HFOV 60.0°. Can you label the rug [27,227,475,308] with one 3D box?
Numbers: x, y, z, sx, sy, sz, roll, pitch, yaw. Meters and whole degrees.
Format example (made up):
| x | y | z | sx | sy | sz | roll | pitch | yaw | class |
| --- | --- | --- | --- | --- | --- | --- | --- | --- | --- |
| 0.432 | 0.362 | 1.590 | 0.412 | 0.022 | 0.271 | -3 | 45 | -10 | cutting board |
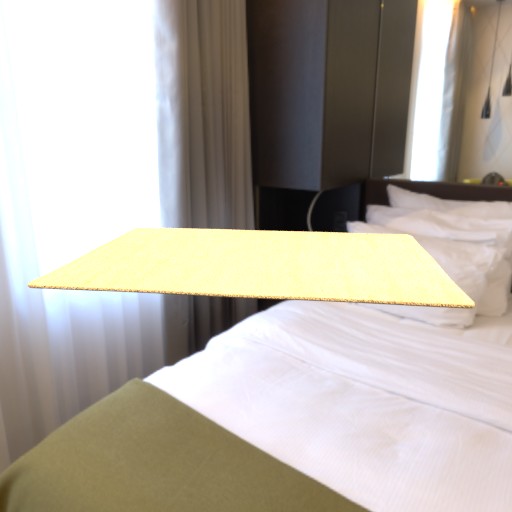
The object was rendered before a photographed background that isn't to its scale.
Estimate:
| x | y | z | sx | sy | sz | roll | pitch | yaw | class |
| --- | --- | --- | --- | --- | --- | --- | --- | --- | --- |
| 0.000 | 0.000 | 3.478 | 2.698 | 0.025 | 1.798 | 2 | 16 | 7 | rug |
